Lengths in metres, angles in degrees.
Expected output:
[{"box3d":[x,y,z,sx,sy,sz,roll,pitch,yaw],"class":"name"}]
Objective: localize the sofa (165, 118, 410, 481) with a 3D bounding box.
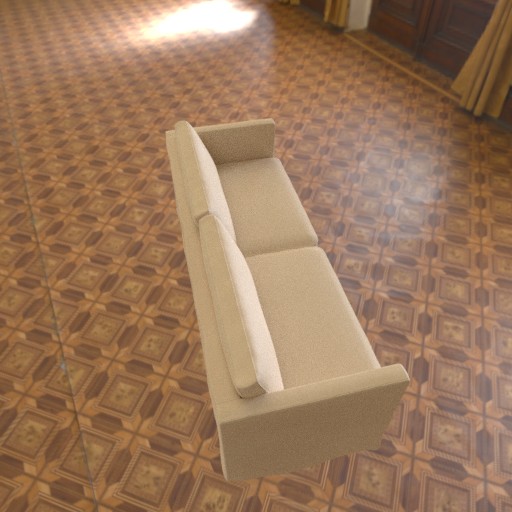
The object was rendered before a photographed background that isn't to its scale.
[{"box3d":[0.000,0.000,3.333,1.036,0.999,2.779,-10,47,-9],"class":"sofa"}]
